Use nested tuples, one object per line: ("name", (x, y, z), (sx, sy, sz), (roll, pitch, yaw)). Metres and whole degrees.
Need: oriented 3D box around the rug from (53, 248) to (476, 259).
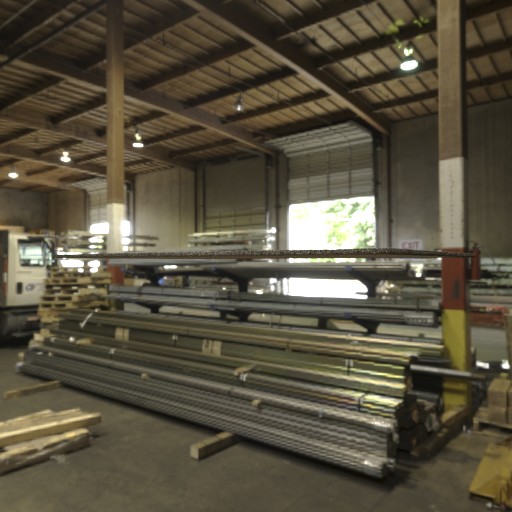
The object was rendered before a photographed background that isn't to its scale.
("rug", (0.000, 0.000, 2.900), (2.350, 0.025, 1.502), (-1, -1, 37))
